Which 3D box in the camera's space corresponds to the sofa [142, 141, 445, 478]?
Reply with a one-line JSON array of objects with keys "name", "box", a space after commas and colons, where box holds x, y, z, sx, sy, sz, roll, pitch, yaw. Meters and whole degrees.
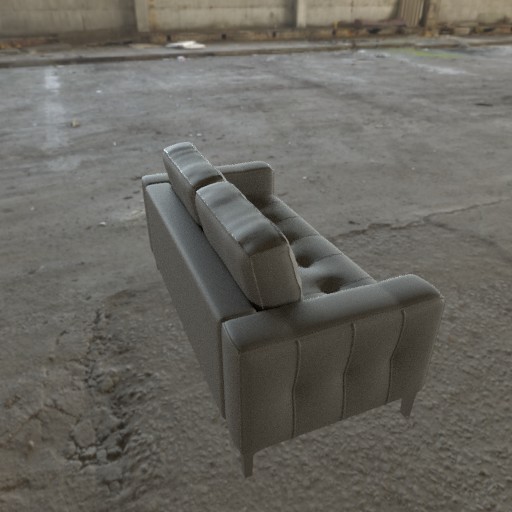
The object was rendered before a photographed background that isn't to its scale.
[{"name": "sofa", "box": [0.000, 0.000, 2.235, 0.833, 0.893, 1.726, -12, 32, -19]}]
